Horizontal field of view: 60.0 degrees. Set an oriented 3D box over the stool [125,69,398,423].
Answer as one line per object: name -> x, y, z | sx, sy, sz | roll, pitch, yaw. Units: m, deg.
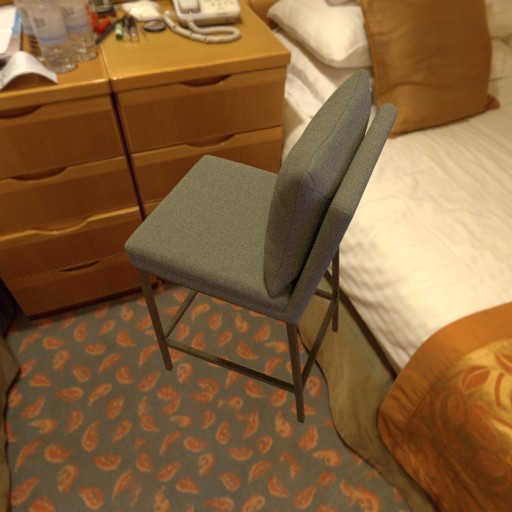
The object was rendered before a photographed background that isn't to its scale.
stool -> 0.000, 0.000, 1.334 | 0.569, 1.031, 0.463 | 18, 49, 16
